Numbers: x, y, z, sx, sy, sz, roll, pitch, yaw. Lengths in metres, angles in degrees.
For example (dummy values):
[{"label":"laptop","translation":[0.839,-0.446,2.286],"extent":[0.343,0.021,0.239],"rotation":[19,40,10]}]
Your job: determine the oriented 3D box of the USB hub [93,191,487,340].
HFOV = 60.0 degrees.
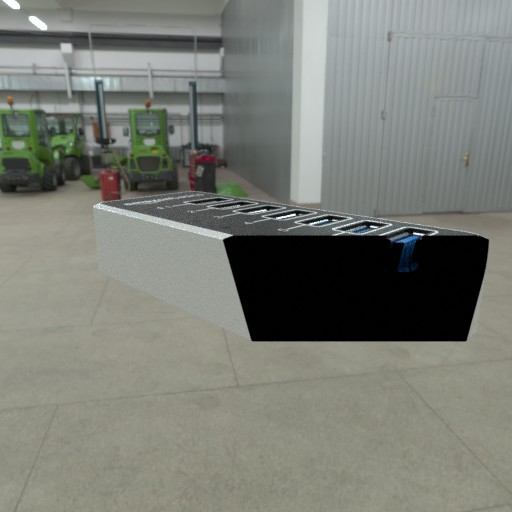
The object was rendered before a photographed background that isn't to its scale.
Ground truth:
[{"label":"USB hub","translation":[0.000,0.000,0.125],"extent":[0.110,0.023,0.044],"rotation":[15,22,42]}]
